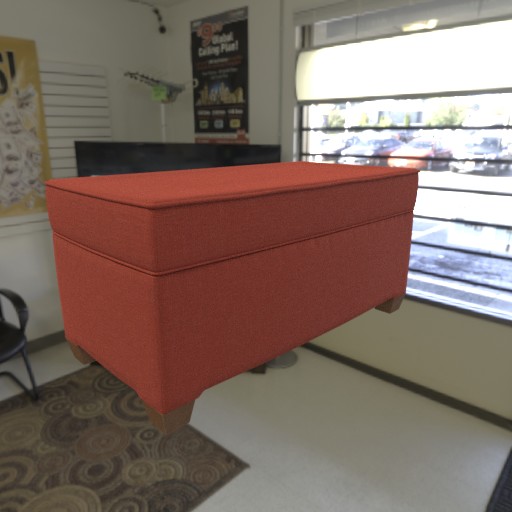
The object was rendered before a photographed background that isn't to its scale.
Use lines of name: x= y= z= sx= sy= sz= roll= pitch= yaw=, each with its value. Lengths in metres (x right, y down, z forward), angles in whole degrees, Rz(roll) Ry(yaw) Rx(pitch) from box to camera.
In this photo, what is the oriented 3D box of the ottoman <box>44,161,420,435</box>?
ottoman: x=0.000 y=0.000 z=1.231 sx=0.948 sy=0.454 sz=0.497 roll=-15 pitch=22 yaw=-42
